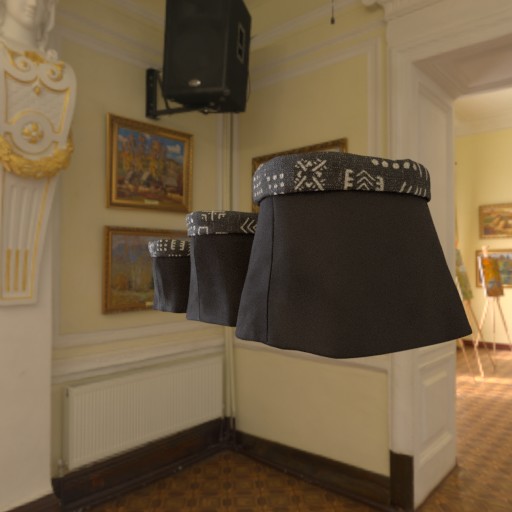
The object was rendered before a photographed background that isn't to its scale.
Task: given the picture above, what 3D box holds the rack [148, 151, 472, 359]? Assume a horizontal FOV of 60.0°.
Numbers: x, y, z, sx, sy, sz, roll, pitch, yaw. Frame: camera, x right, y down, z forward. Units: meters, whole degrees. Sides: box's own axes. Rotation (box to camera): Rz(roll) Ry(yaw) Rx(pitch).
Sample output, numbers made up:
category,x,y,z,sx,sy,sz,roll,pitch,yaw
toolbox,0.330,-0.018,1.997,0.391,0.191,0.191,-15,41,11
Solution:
category,x,y,z,sx,sy,sz,roll,pitch,yaw
rack,0.000,0.000,1.080,0.379,0.323,0.905,1,-1,-36
